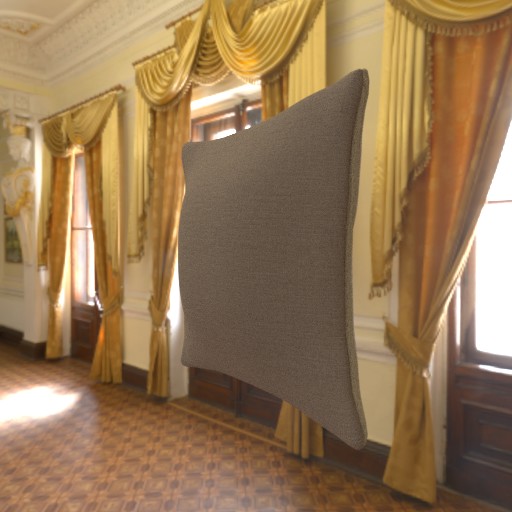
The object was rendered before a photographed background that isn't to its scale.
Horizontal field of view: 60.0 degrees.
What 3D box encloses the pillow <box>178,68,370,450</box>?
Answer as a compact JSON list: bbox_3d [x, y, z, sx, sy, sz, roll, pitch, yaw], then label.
[{"bbox_3d":[0.000,0.000,0.659,0.189,0.416,0.435,-1,1,-35],"label":"pillow"}]
